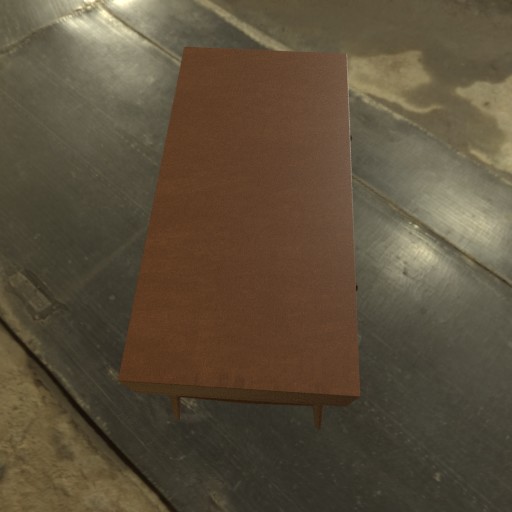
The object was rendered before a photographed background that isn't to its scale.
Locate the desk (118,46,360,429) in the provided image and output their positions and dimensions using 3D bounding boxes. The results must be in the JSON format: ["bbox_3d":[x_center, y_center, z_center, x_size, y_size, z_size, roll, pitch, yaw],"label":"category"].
[{"bbox_3d":[0.000,0.000,1.405,0.510,0.758,0.949,3,64,2],"label":"desk"}]
